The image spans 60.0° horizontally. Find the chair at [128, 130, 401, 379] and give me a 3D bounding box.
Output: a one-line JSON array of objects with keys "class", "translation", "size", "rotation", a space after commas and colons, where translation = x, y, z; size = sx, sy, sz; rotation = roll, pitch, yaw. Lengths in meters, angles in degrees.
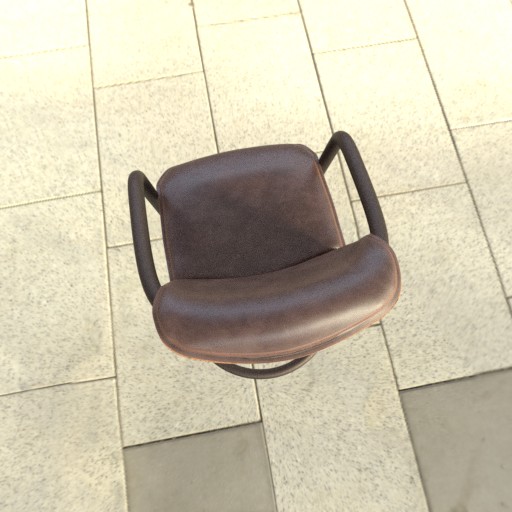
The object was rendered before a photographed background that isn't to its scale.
[{"class": "chair", "translation": [0.000, 0.000, 1.250], "size": [0.536, 0.836, 0.664], "rotation": [-12, 74, -3]}]
